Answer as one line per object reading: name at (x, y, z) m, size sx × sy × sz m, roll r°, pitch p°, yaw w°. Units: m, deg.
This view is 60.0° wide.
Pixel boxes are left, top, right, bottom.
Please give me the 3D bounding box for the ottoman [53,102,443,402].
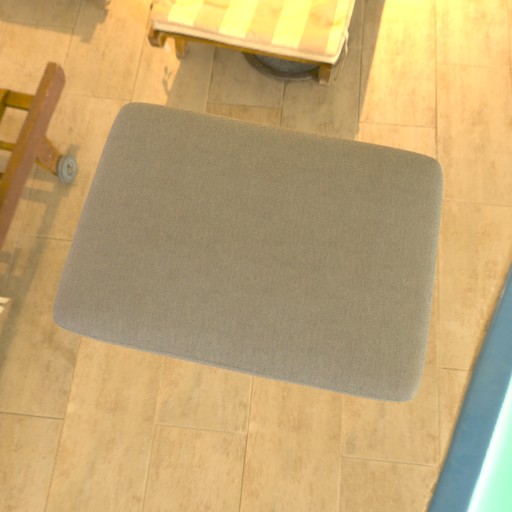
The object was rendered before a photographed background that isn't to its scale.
ottoman at (0.000, 0.000, 1.029) m, size 0.735 × 0.404 × 0.528 m, roll 11°, pitch 75°, yaw 3°
